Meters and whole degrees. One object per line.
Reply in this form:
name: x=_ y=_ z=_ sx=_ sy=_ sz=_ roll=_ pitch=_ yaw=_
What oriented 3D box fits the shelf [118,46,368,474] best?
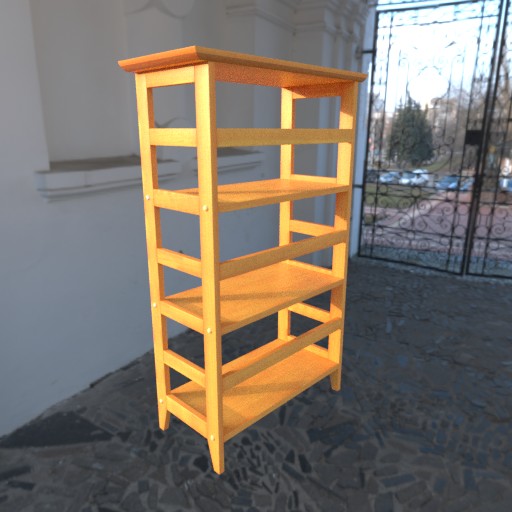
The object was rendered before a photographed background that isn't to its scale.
shelf: x=0.000 y=0.000 z=1.359 sx=0.305 sy=1.067 sz=0.660 roll=15 pitch=22 yaw=42
